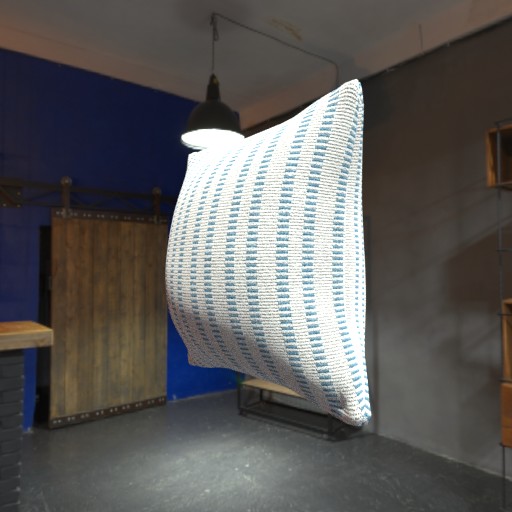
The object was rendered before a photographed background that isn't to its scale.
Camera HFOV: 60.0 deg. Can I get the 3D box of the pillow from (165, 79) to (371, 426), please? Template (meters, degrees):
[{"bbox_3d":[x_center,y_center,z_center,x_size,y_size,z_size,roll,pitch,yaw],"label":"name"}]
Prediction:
[{"bbox_3d":[0.000,0.000,0.703,0.247,0.419,0.438,1,-2,-36],"label":"pillow"}]
